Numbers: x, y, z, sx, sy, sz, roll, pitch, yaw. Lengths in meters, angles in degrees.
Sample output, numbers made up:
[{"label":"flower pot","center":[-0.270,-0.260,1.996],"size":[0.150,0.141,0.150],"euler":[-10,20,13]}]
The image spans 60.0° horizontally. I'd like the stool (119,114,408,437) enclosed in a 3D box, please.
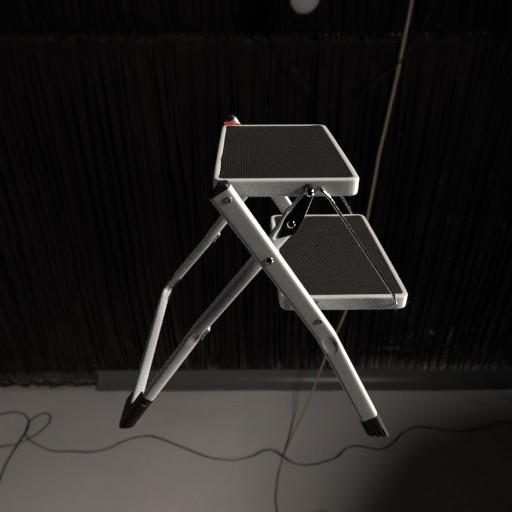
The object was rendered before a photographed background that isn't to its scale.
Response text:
[{"label":"stool","center":[0.000,0.000,0.852],"size":[0.490,0.445,0.485],"euler":[-1,30,-1]}]
